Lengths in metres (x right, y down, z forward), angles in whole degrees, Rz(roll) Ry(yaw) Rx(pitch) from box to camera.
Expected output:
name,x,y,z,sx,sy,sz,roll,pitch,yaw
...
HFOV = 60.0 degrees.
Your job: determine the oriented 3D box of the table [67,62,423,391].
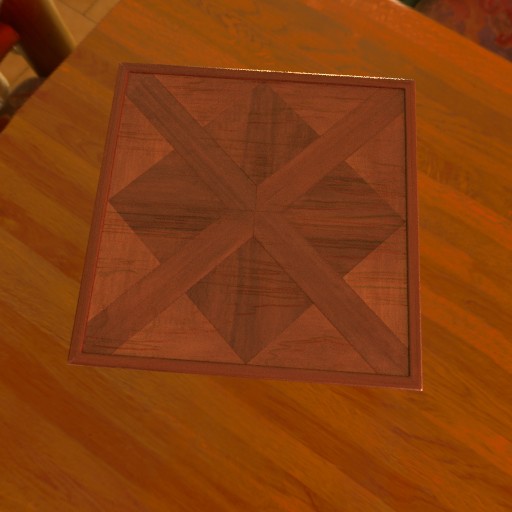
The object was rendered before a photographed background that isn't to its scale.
name,x,y,z,sx,sy,sz,roll,pitch,yaw
table,0.000,0.000,0.957,0.503,0.563,0.503,4,75,1
